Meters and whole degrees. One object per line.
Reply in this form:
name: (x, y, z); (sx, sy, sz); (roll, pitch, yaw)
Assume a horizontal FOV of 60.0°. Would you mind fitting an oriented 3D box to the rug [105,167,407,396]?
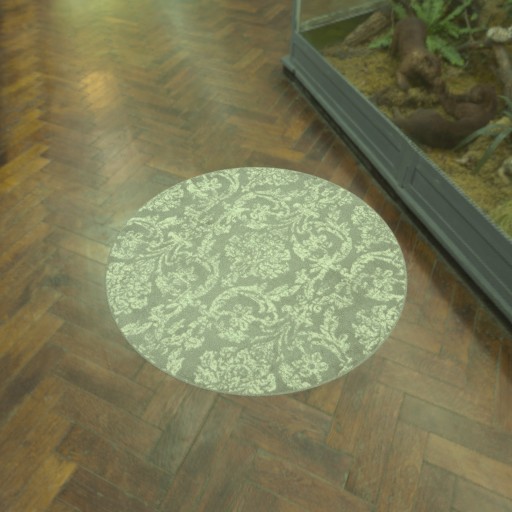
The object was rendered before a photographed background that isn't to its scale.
rug: (0.000, 0.000, 2.393); (1.593, 0.012, 1.593); (0, 47, 0)
